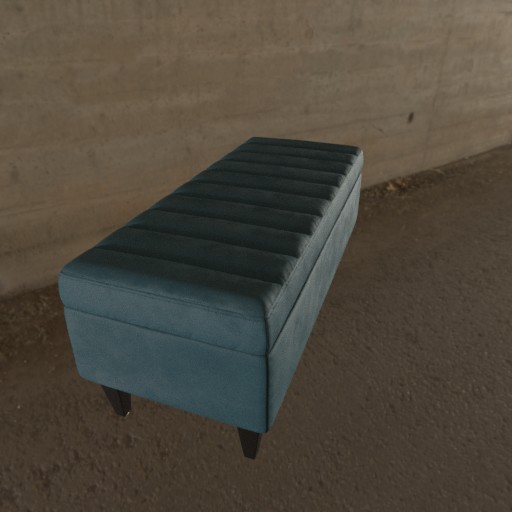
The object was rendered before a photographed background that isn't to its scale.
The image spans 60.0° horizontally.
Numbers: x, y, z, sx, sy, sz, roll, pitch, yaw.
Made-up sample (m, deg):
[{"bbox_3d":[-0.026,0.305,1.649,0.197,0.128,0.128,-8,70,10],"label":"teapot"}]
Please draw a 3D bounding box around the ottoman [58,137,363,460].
[{"bbox_3d":[0.000,0.000,1.407,0.482,0.469,1.151,10,31,18],"label":"ottoman"}]
